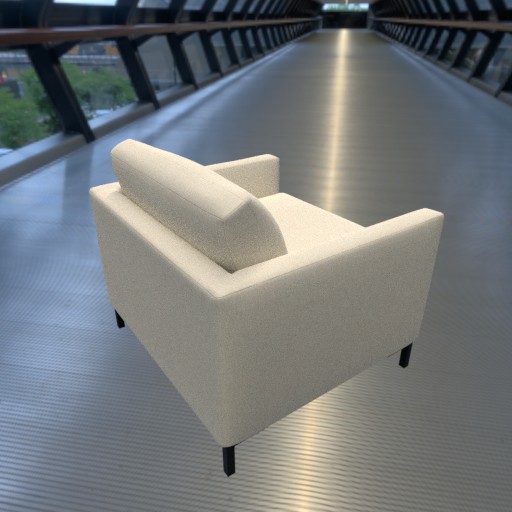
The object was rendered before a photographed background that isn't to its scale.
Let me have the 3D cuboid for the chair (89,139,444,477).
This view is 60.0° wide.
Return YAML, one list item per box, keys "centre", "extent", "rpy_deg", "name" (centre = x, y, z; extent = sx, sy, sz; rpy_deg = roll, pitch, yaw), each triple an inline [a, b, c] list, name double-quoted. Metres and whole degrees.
- centre: [0.000, 0.000, 1.630]
  extent: [0.875, 0.806, 0.964]
  rpy_deg: [-18, 32, -31]
  name: "chair"
